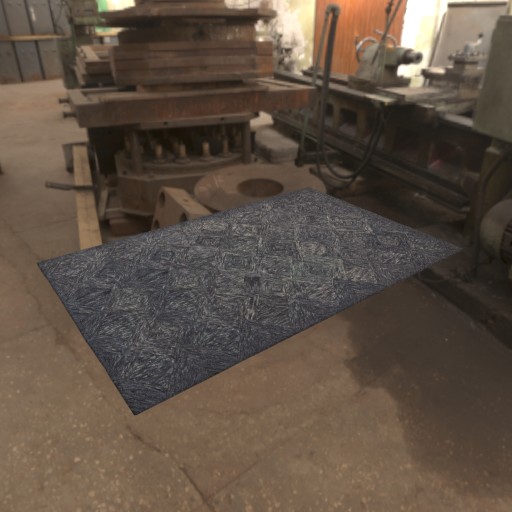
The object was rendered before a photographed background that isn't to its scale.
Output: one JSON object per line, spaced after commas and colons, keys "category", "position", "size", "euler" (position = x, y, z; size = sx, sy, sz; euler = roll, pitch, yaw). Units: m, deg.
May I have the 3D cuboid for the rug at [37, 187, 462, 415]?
{"category": "rug", "position": [0.000, 0.000, 2.163], "size": [1.754, 0.010, 1.139], "euler": [-20, 34, -32]}
